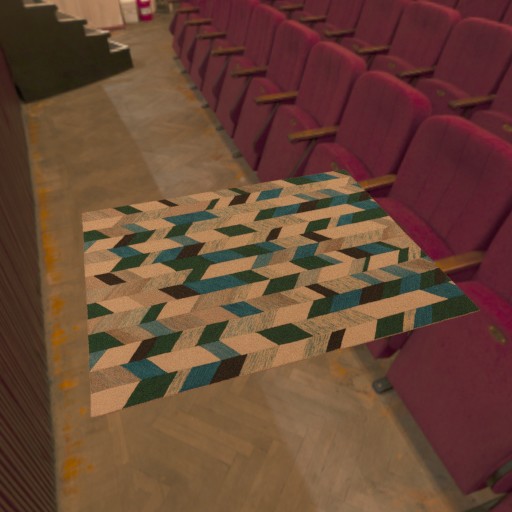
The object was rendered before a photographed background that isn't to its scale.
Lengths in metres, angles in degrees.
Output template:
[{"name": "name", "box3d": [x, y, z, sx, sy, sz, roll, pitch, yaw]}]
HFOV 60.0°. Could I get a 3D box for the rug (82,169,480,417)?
[{"name": "rug", "box3d": [0.000, 0.000, 4.104, 3.036, 0.008, 2.440, -12, 42, -14]}]
